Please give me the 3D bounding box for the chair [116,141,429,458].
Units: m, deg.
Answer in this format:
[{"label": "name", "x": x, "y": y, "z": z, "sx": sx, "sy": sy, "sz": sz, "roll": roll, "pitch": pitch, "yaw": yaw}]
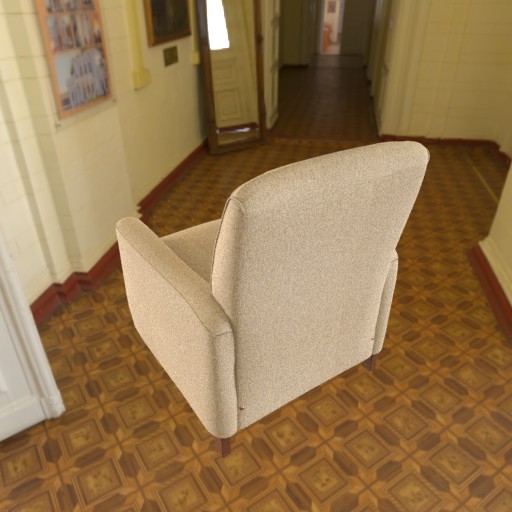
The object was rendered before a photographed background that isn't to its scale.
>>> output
[{"label": "chair", "x": 0.000, "y": 0.000, "z": 1.677, "sx": 0.848, "sy": 1.014, "sz": 0.864, "roll": -19, "pitch": 35, "yaw": -29}]
